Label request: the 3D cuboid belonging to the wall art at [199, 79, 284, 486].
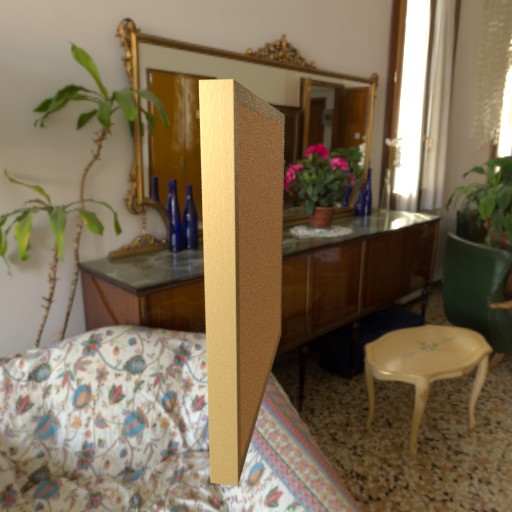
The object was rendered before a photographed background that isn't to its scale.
[{"bbox_3d":[0.000,0.000,0.776,0.038,0.508,0.507,2,14,9],"label":"wall art"}]
